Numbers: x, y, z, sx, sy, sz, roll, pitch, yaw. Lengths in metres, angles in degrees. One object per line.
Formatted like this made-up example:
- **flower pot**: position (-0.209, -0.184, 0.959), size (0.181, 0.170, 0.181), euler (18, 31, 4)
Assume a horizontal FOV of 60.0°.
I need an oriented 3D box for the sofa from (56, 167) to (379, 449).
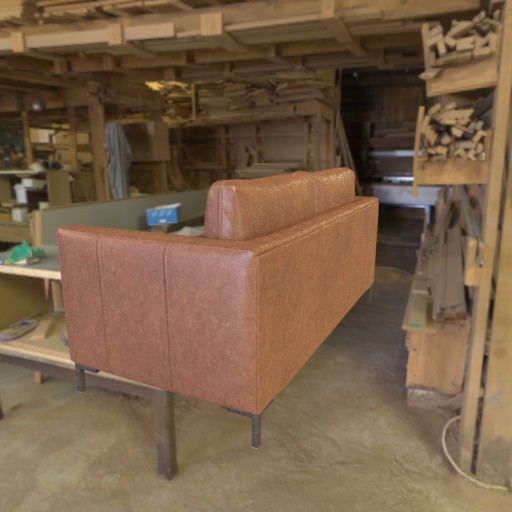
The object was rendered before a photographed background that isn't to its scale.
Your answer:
- **sofa**: position (0.000, 0.000, 2.308), size (0.899, 0.883, 1.797), euler (6, 14, 25)
